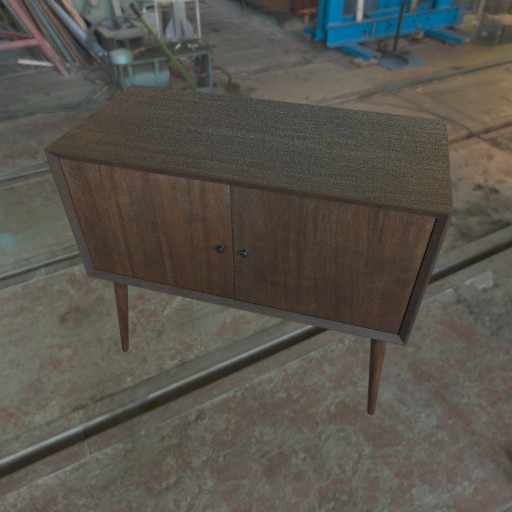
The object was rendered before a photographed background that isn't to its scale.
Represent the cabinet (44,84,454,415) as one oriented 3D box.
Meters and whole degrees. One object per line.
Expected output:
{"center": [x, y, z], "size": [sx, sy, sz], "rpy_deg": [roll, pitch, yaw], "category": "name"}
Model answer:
{"center": [0.000, 0.000, 1.110], "size": [0.743, 0.654, 0.354], "rpy_deg": [11, 42, 12], "category": "cabinet"}
